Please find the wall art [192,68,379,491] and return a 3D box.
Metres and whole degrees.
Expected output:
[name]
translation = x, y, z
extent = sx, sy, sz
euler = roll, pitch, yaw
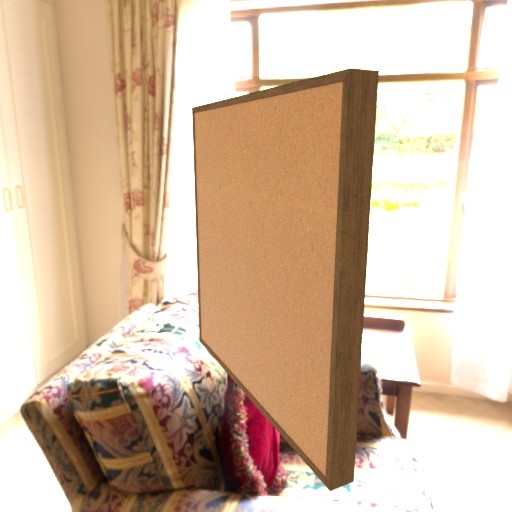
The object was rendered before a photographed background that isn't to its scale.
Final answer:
[wall art]
translation = 0.000, 0.000, 0.739
extent = 0.038, 0.508, 0.508
euler = -7, 15, -25
